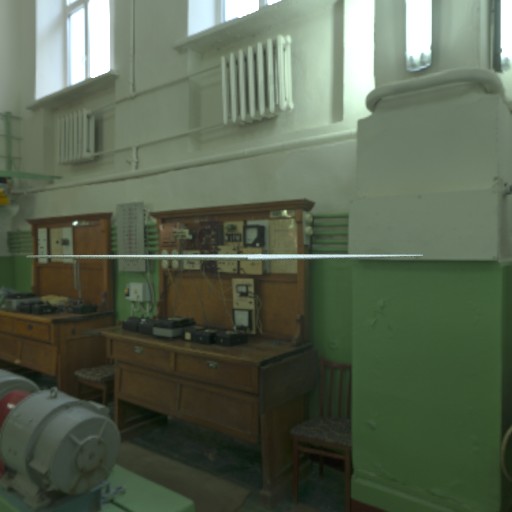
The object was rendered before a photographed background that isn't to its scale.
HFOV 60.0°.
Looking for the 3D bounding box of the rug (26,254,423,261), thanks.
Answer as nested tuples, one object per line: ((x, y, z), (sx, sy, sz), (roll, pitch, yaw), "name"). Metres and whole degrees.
((0.000, 0.000, 2.913), (1.532, 0.017, 2.244), (0, 1, 36), "rug")
